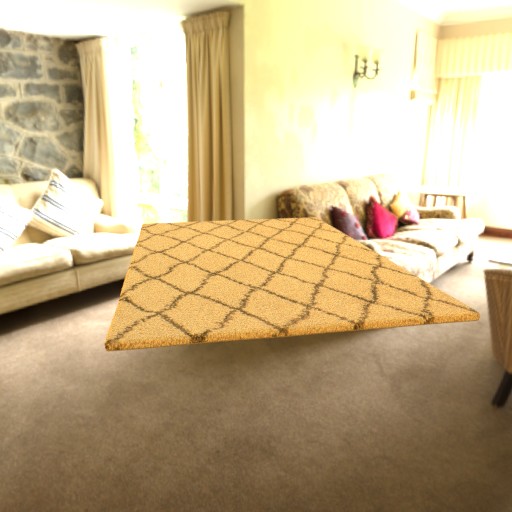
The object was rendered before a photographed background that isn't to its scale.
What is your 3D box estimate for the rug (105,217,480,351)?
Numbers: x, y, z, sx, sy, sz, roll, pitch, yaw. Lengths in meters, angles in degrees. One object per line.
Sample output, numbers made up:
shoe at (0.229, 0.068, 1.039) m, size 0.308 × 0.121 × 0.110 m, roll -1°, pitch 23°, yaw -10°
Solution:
rug at (0.000, 0.000, 2.222) m, size 1.219 × 0.030 × 1.778 m, roll -3°, pitch 16°, yaw -10°
